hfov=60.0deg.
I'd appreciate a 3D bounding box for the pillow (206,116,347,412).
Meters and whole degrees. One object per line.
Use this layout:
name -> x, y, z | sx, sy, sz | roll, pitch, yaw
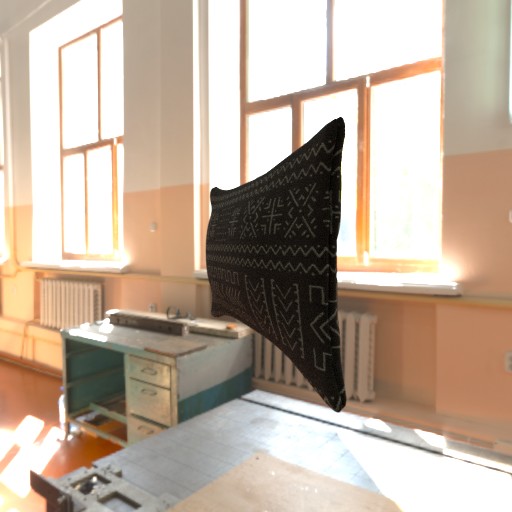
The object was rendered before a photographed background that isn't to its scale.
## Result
pillow -> 0.000, 0.000, 0.792 | 0.135, 0.322, 0.667 | -1, 2, -17
